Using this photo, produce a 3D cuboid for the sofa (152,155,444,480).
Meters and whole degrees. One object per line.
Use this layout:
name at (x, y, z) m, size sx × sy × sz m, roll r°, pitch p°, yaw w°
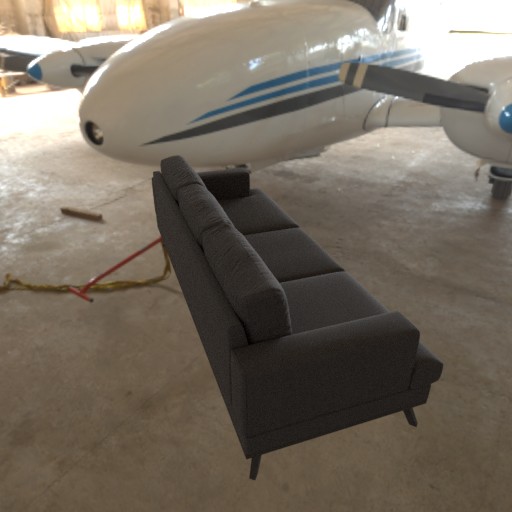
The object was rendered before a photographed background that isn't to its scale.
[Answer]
sofa at (0.000, 0.000, 2.706) m, size 0.920 × 0.810 × 2.310 m, roll -10°, pitch 30°, yaw -17°
